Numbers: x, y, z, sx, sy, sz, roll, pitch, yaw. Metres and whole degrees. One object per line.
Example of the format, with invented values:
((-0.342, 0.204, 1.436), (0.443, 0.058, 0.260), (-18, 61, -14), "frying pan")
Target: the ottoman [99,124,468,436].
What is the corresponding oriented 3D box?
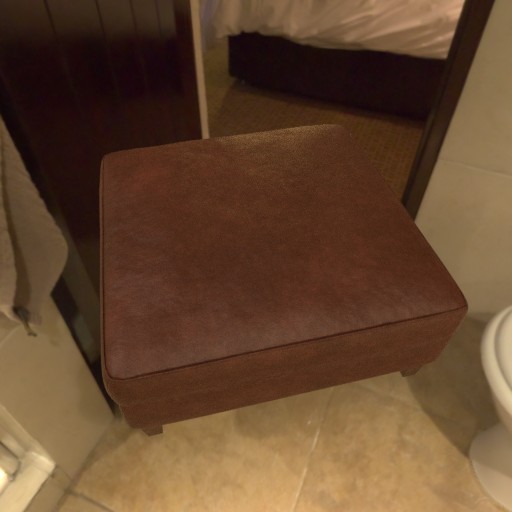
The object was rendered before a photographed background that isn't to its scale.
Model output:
((0.000, 0.000, 1.311), (0.844, 0.415, 0.836), (-10, 48, -9), "ottoman")
